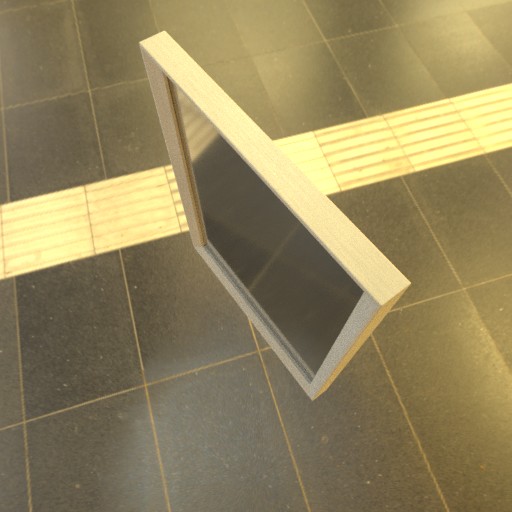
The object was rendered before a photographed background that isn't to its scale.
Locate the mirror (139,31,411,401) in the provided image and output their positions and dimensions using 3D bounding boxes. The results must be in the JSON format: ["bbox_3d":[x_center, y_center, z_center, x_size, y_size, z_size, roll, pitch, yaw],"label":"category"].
[{"bbox_3d":[0.000,0.000,0.676,0.041,0.509,0.406,-34,68,-15],"label":"mirror"}]
